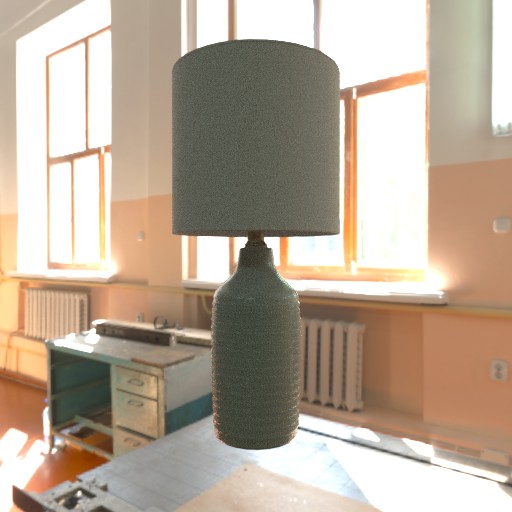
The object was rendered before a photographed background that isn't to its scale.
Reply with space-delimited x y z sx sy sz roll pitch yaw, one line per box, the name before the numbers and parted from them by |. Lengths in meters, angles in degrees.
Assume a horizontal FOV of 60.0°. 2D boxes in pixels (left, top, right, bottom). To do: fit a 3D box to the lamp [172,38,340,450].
lamp | 0.000 0.000 0.594 0.220 0.475 0.220 0 1 -19
